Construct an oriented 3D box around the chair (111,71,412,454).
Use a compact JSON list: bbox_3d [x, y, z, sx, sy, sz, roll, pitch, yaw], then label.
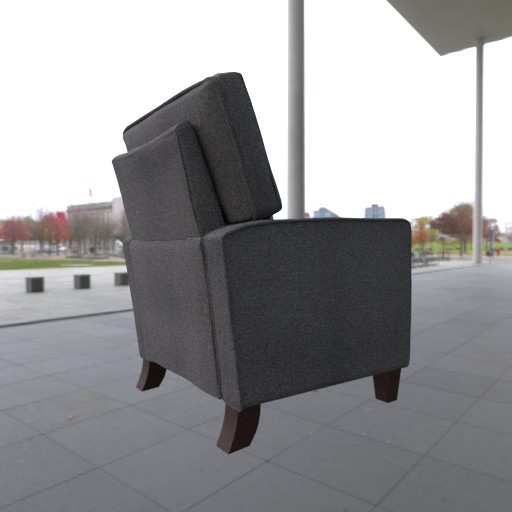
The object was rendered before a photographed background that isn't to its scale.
[{"bbox_3d":[0.000,0.000,1.407,0.775,0.889,0.650,-1,1,-35],"label":"chair"}]
